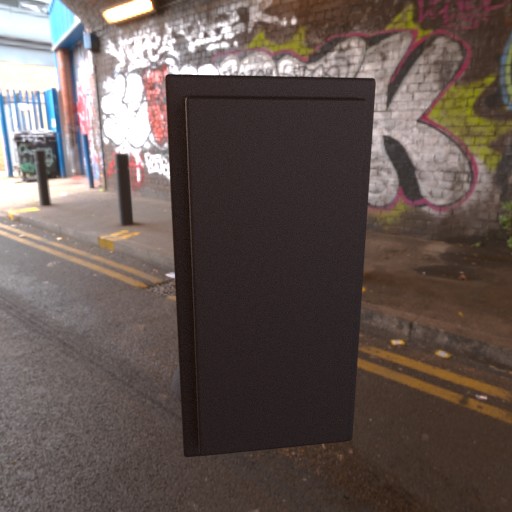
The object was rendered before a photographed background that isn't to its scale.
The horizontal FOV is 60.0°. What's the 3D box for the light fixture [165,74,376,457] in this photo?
[{"bbox_3d":[0.000,0.000,0.420,0.170,0.298,0.207,-2,15,-8],"label":"light fixture"}]
